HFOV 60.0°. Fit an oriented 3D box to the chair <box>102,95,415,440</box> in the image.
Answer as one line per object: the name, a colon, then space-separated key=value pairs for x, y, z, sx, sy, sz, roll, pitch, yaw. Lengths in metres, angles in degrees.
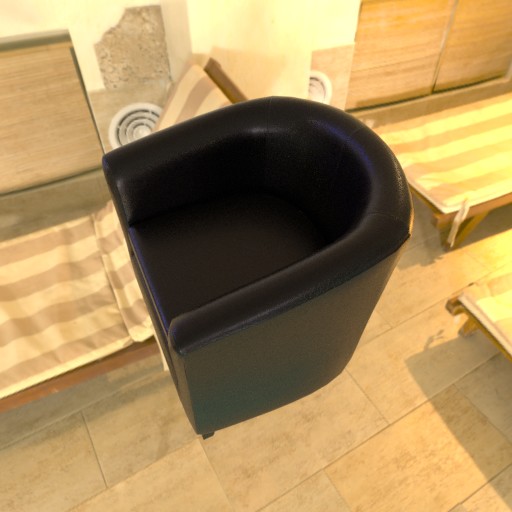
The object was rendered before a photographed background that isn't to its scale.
chair: x=0.000 y=0.000 z=1.412 sx=0.727 sy=0.756 sz=0.793 roll=-19 pitch=49 yaw=-17
